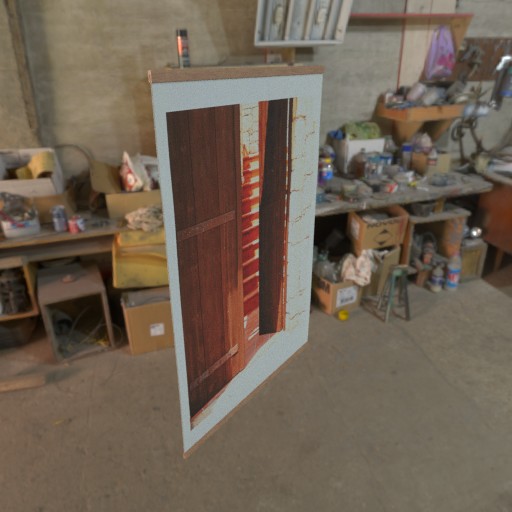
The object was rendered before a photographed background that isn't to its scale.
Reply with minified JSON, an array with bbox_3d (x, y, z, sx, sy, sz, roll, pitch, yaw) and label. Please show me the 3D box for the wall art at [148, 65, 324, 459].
[{"bbox_3d":[0.000,0.000,1.946,0.019,1.527,1.019,17,29,33],"label":"wall art"}]
